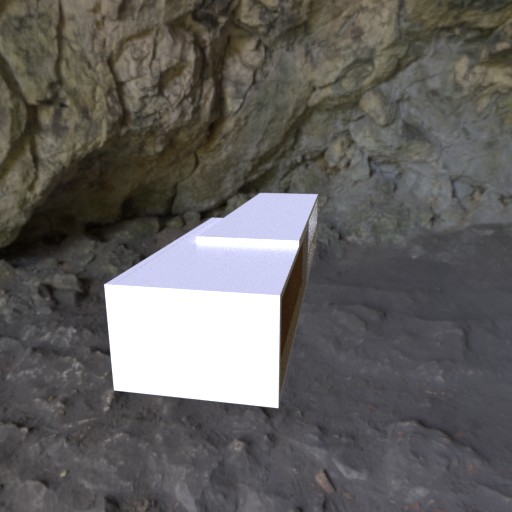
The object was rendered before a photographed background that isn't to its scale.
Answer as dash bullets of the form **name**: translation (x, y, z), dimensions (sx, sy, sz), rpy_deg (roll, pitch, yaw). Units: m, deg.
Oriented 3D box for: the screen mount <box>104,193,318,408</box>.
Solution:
- **screen mount**: translation (0.000, 0.000, 1.846), dimensions (0.420, 0.320, 1.680), rpy_deg (3, 15, 10)
